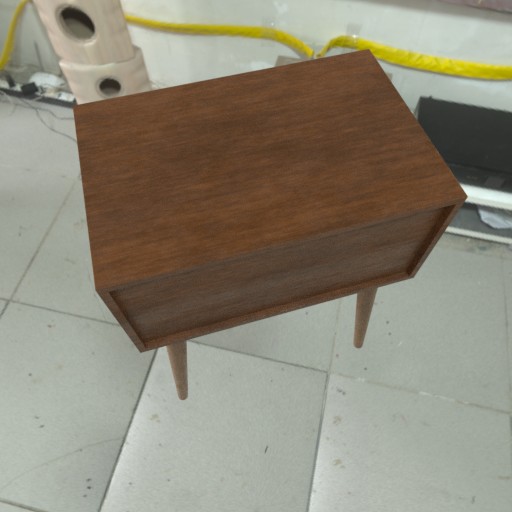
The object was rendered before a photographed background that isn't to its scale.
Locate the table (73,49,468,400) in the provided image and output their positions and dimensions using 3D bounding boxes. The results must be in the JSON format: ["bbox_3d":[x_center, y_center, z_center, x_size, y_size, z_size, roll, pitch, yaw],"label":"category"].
[{"bbox_3d":[0.000,0.000,0.838,0.454,0.580,0.307,-14,61,-8],"label":"table"}]
